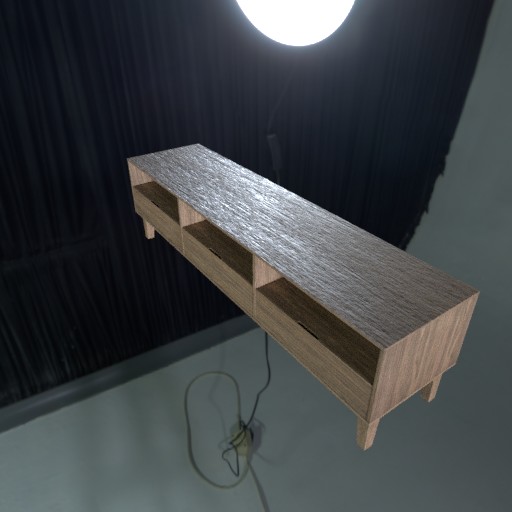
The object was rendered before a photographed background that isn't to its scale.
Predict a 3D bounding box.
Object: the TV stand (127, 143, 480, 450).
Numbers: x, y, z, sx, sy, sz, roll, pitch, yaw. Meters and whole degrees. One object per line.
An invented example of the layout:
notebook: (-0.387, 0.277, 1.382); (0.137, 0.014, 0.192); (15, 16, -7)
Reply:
TV stand: (0.000, 0.000, 1.675); (0.366, 0.409, 1.482); (-21, 38, -29)
